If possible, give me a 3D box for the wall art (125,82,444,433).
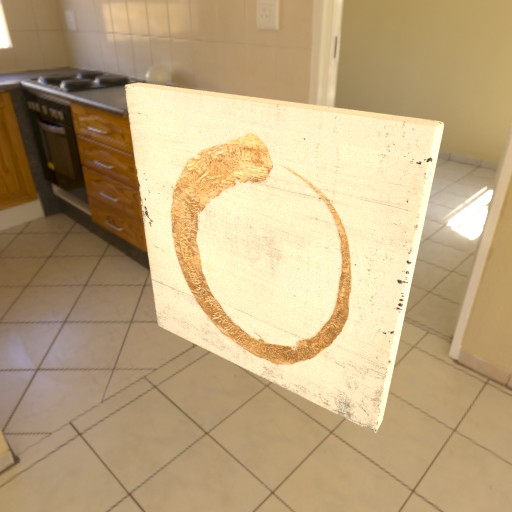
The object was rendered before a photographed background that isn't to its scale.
[{"bbox_3d":[0.000,0.000,0.901,0.610,0.611,0.040,19,35,29],"label":"wall art"}]
